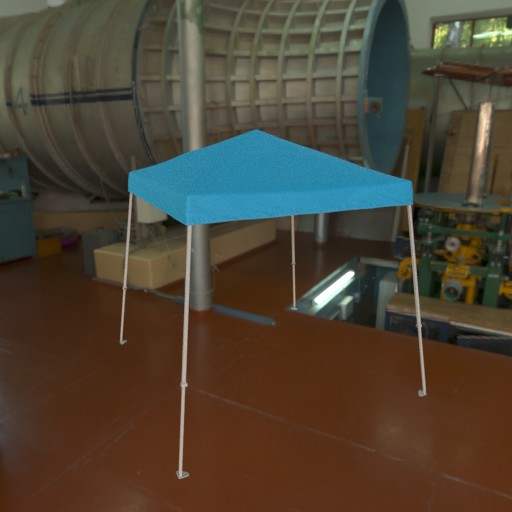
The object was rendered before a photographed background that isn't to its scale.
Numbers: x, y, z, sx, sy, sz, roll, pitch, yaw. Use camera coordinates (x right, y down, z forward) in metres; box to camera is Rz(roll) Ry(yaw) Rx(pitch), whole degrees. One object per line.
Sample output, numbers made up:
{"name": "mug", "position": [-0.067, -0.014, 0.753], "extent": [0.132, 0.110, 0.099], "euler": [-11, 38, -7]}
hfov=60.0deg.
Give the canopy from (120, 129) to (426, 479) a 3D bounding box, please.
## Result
{"name": "canopy", "position": [0.000, 0.000, 5.195], "extent": [2.848, 2.849, 2.849], "euler": [-7, 17, -25]}
